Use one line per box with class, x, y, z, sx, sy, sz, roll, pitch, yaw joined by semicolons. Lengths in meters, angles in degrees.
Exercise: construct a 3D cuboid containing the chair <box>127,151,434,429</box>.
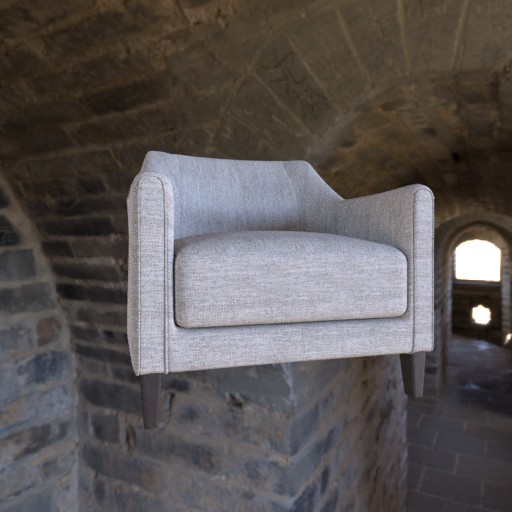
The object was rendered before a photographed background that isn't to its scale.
chair;0.000;0.000;1.419;0.796;0.761;0.758;0;1;-18
